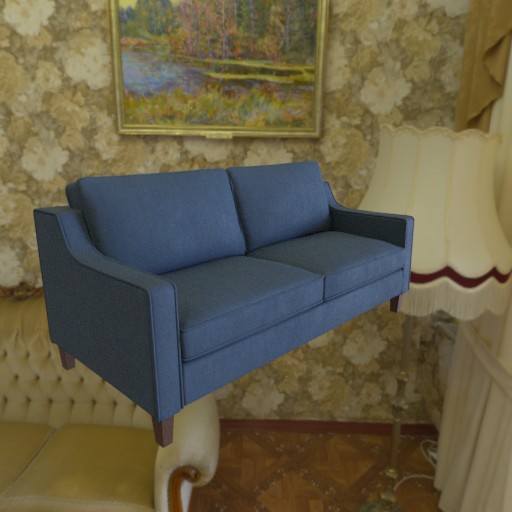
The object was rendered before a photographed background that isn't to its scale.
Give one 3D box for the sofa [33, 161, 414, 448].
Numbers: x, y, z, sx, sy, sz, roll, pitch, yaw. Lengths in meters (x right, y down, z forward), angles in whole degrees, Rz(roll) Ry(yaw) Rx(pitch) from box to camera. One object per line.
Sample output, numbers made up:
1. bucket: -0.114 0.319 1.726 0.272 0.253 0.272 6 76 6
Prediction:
1. sofa: 0.000 0.000 2.738 1.066 1.071 2.178 14 20 42
